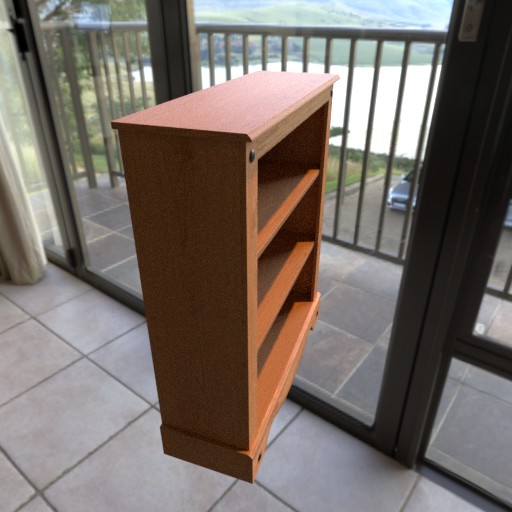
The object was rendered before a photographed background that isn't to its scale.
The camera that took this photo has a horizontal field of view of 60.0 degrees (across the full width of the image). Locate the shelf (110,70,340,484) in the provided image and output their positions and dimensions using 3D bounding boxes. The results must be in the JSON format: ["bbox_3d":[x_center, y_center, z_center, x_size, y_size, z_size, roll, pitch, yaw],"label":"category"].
[{"bbox_3d":[0.000,0.000,1.392,0.291,0.980,0.840,10,31,17],"label":"shelf"}]
